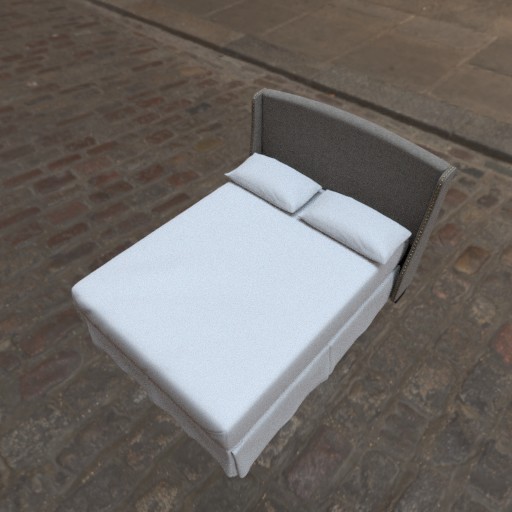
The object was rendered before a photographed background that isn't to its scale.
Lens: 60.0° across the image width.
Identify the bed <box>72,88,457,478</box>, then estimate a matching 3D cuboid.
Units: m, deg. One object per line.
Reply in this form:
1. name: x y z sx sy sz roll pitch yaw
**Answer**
1. bed: 0.000 0.000 3.282 1.710 1.407 2.237 33 55 27
